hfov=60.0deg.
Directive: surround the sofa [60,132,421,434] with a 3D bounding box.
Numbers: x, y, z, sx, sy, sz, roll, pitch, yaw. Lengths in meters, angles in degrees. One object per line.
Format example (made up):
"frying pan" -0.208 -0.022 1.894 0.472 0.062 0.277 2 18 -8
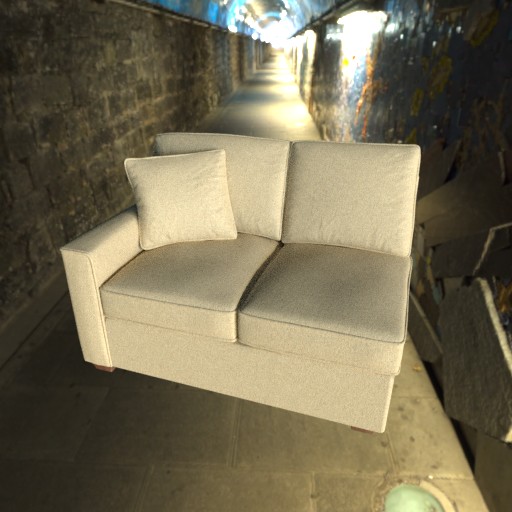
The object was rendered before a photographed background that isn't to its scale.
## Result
"sofa" 0.000 0.000 2.072 1.388 0.989 0.991 8 27 16
